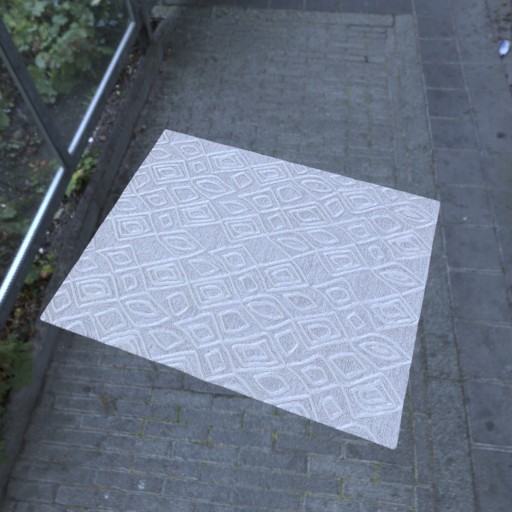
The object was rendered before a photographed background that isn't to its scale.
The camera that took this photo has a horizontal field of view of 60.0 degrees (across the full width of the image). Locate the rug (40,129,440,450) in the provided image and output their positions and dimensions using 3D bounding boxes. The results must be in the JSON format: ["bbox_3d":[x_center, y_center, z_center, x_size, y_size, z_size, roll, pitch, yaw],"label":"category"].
[{"bbox_3d":[0.000,0.000,4.096,3.049,0.025,2.449,17,60,10],"label":"rug"}]
